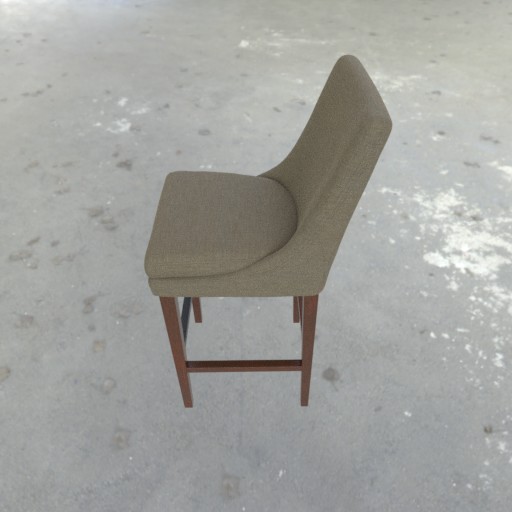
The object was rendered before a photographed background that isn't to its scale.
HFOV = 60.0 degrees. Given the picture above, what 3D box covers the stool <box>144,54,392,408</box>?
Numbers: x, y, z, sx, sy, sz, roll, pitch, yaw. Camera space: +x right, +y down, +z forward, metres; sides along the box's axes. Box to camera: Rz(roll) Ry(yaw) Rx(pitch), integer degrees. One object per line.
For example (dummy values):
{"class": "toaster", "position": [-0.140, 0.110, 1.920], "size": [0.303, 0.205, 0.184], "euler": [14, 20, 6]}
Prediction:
{"class": "stool", "position": [0.000, 0.000, 1.380], "size": [0.577, 1.078, 0.470], "euler": [0, 42, 0]}
